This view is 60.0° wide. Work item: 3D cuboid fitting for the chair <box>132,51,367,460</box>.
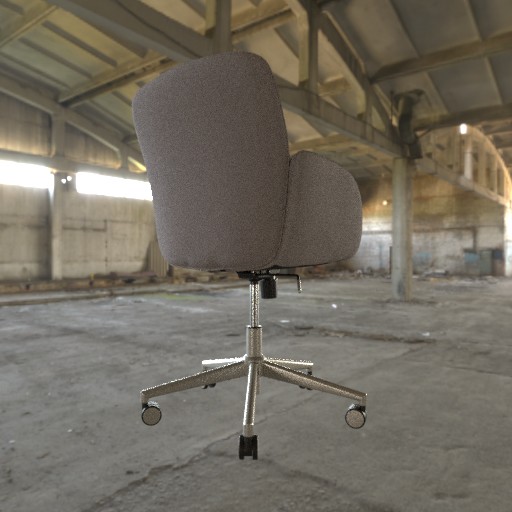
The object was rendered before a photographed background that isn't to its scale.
[{"bbox_3d":[0.000,0.000,1.361,0.648,0.959,0.654,0,0,38],"label":"chair"}]
